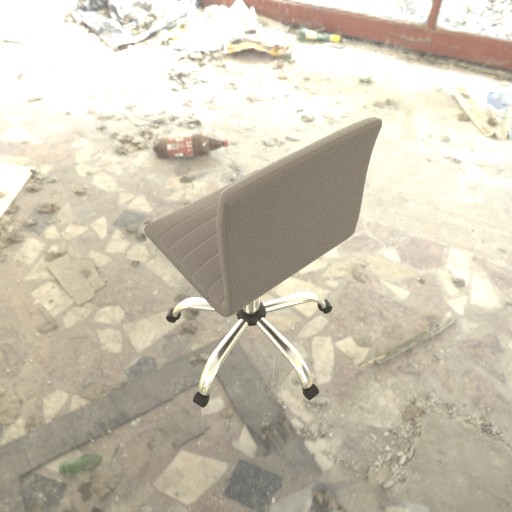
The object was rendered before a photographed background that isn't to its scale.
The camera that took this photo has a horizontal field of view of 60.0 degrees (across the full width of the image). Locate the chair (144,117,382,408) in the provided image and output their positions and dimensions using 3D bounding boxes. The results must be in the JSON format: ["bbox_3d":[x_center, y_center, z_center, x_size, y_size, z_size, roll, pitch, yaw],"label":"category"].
[{"bbox_3d":[0.000,0.000,1.143,0.556,0.780,0.530,-31,54,-26],"label":"chair"}]
